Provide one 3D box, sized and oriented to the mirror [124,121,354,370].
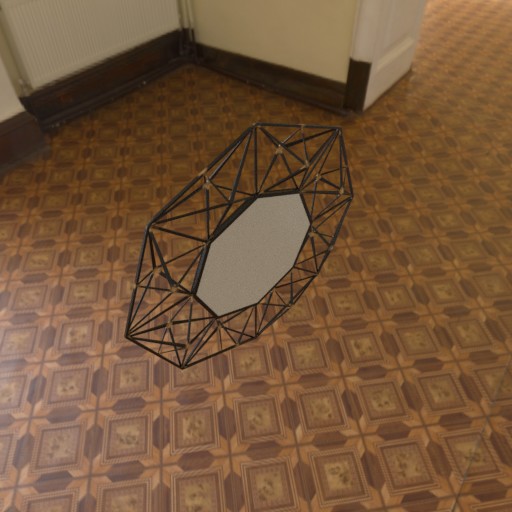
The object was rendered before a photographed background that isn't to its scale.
[{"bbox_3d":[0.000,0.000,1.070,0.710,0.710,0.094,-32,54,-27],"label":"mirror"}]
